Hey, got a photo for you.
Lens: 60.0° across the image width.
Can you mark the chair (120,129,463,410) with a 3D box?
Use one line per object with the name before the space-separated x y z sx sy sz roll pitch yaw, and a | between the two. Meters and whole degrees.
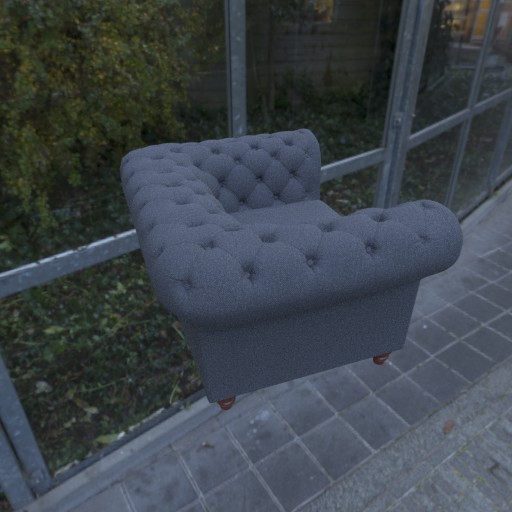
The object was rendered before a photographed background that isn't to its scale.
chair | 0.000 0.000 1.913 0.976 0.770 1.270 -11 32 -17
